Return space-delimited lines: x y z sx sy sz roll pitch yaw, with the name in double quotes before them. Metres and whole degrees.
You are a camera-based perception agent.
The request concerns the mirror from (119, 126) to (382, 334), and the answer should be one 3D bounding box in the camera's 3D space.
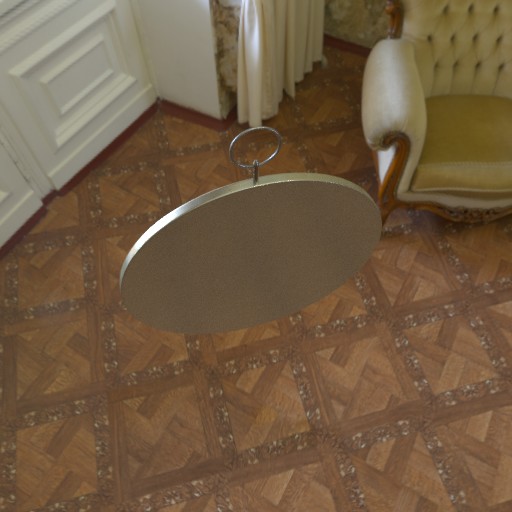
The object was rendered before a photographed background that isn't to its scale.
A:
"mirror" 0.000 0.000 0.955 0.594 0.713 0.020 -14 59 -9
